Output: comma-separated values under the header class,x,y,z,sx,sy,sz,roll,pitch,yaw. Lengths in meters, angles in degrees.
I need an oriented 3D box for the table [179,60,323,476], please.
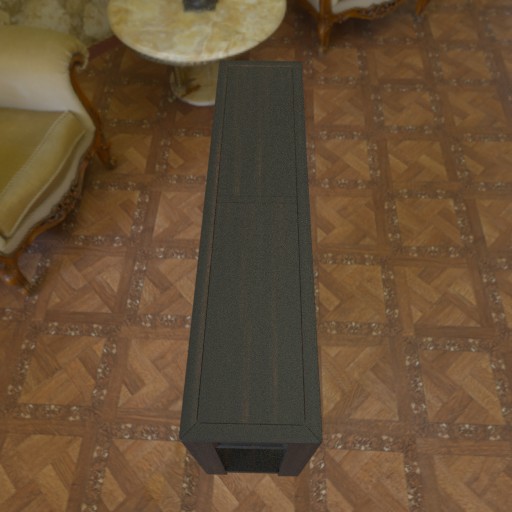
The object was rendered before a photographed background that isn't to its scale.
class,x,y,z,sx,sy,sz,roll,pitch,yaw
table,0.000,0.000,1.912,0.384,0.762,1.631,1,58,1
